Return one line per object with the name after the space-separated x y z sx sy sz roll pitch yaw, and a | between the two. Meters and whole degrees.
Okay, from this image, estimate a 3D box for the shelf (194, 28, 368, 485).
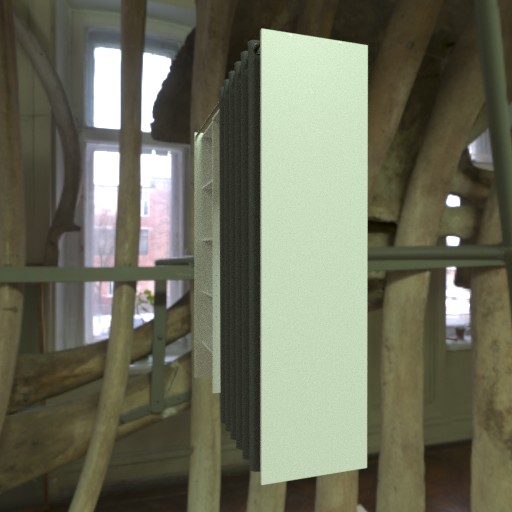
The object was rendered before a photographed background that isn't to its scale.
0.000 0.000 2.585 0.500 1.810 1.600 0 0 -17 | shelf
